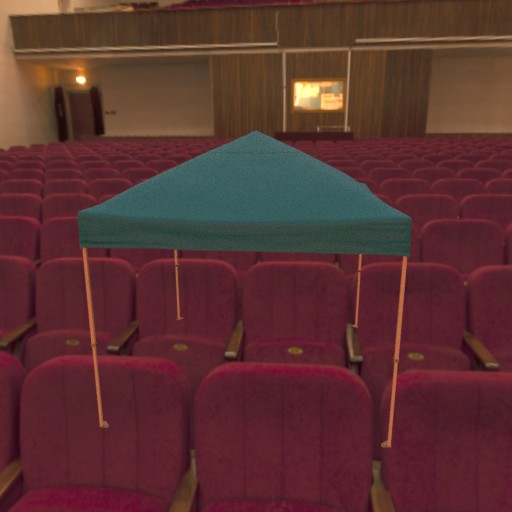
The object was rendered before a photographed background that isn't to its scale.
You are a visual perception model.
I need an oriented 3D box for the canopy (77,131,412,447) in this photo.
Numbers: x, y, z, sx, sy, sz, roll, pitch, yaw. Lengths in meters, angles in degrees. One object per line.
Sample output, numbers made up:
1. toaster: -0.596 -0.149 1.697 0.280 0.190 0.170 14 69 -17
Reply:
1. canopy: 0.000 0.000 5.506 2.998 2.997 2.996 2 15 6
